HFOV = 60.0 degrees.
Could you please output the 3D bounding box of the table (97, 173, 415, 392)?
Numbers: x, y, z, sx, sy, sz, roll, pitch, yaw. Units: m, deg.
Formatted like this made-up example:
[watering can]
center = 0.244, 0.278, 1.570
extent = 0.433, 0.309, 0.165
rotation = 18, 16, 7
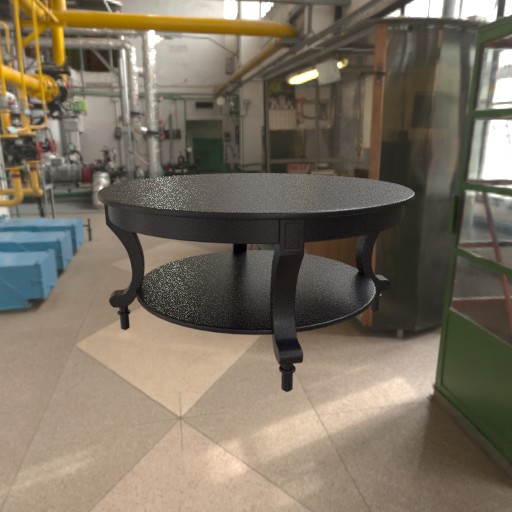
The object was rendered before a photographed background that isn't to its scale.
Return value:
[table]
center = 0.000, 0.000, 1.576
extent = 1.029, 0.491, 1.029
rotation = 0, 16, 0
